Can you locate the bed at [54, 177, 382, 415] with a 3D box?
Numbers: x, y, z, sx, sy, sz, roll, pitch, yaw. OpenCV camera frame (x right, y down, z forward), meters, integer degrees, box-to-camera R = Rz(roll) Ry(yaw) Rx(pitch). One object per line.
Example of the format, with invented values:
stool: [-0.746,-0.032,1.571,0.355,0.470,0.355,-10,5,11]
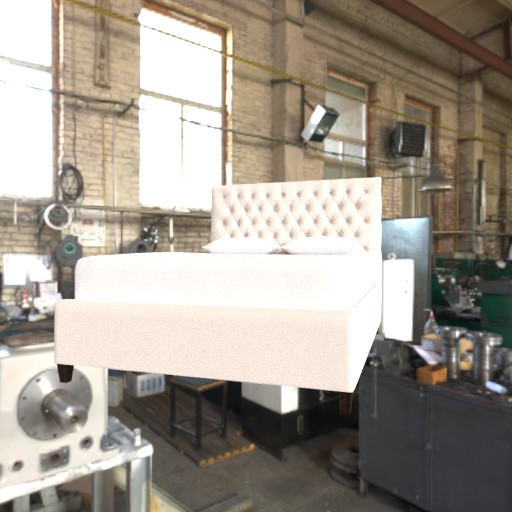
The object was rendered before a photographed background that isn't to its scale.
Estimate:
bed: [0.000,0.000,3.283,1.696,1.426,2.233,0,0,19]
